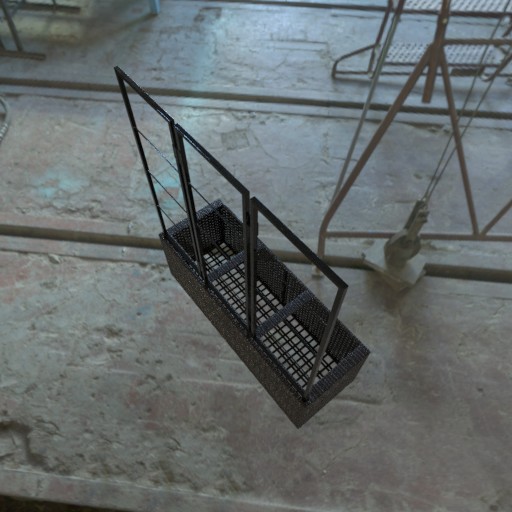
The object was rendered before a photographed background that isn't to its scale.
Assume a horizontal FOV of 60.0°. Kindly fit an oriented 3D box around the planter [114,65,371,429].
[{"bbox_3d":[0.000,0.000,1.161,0.244,0.841,0.699,-34,63,-20],"label":"planter"}]
